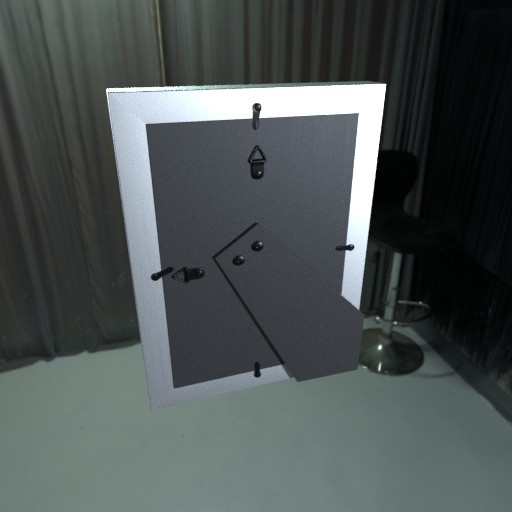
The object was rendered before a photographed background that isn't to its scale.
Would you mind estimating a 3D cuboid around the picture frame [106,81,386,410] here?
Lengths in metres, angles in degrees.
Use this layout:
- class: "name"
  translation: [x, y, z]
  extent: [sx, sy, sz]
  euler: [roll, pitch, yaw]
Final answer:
- class: "picture frame"
  translation: [0.000, 0.000, 0.289]
  extent: [0.157, 0.208, 0.028]
  euler: [-8, 27, -17]
